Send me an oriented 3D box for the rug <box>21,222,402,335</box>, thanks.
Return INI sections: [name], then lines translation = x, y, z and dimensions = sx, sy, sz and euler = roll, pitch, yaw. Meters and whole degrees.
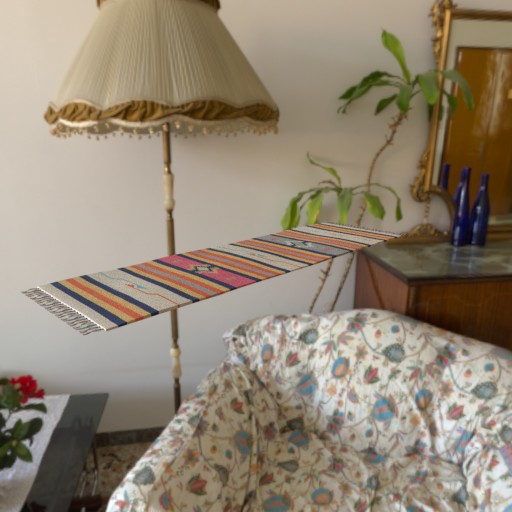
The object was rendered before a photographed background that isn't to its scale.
[rug]
translation = 0.000, 0.000, 2.687
dimensions = 2.455, 0.017, 0.695
euler = -15, 21, -43
